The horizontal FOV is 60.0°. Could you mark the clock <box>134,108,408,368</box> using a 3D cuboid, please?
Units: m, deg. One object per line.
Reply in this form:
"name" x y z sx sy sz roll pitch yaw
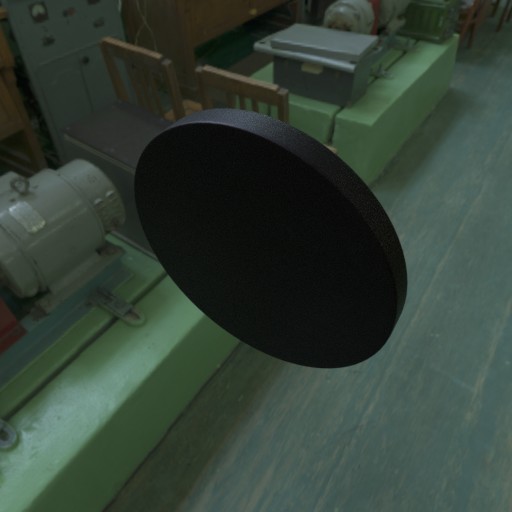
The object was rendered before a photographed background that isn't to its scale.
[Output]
"clock" 0.000 0.000 0.472 0.314 0.314 0.029 24 51 22
